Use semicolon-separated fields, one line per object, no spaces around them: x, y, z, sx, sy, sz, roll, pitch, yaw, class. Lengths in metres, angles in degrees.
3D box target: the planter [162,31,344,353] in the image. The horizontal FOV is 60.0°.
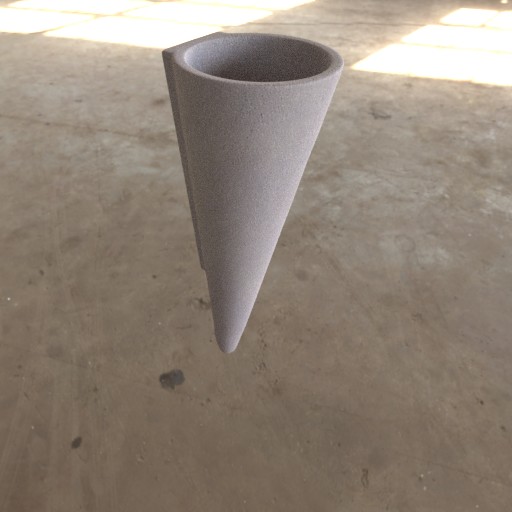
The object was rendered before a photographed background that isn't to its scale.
0.000;0.000;0.300;0.087;0.259;0.078;26;47;27;planter
